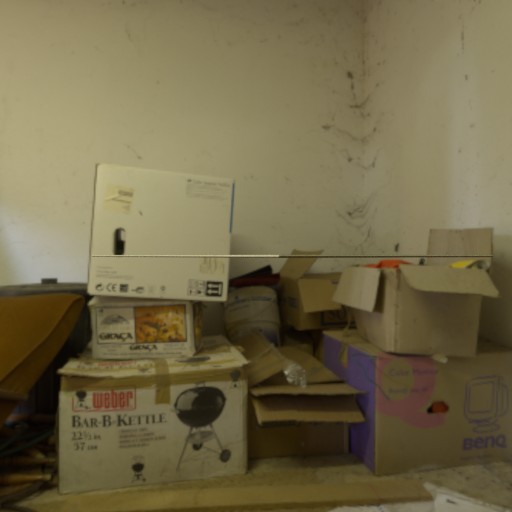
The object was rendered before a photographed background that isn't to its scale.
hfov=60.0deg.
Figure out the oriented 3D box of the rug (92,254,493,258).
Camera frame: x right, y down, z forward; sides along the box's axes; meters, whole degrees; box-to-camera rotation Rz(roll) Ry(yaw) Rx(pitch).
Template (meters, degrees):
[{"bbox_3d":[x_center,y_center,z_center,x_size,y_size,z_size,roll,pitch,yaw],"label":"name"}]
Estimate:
[{"bbox_3d":[0.000,0.000,3.036,1.524,0.012,2.438,0,0,-35],"label":"rug"}]
